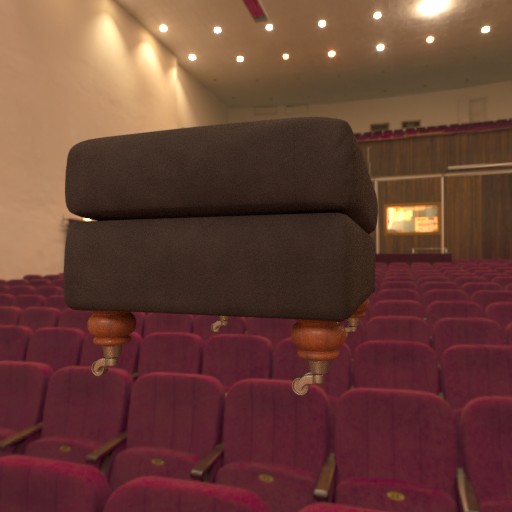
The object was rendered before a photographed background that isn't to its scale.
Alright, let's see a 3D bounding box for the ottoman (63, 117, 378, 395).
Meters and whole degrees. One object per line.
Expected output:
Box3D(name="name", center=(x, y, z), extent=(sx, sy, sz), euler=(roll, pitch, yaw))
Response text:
Box3D(name="ottoman", center=(0.000, 0.000, 1.124), extent=(0.574, 0.497, 0.773), euler=(0, -1, 18))
